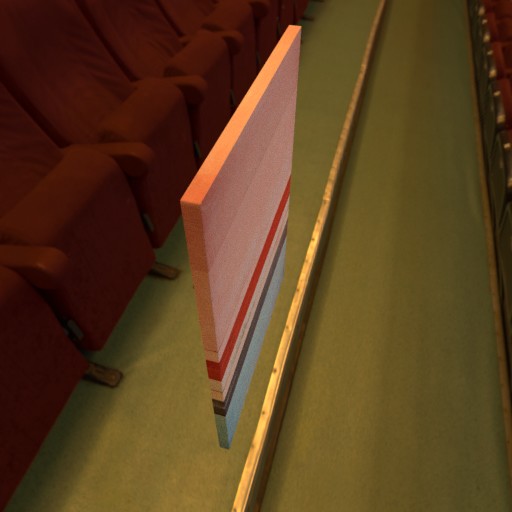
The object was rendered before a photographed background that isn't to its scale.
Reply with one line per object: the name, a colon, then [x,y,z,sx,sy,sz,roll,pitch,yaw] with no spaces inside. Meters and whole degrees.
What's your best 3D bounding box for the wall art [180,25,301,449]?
wall art: [0.000,0.000,1.301,0.039,1.016,0.761,12,48,11]
